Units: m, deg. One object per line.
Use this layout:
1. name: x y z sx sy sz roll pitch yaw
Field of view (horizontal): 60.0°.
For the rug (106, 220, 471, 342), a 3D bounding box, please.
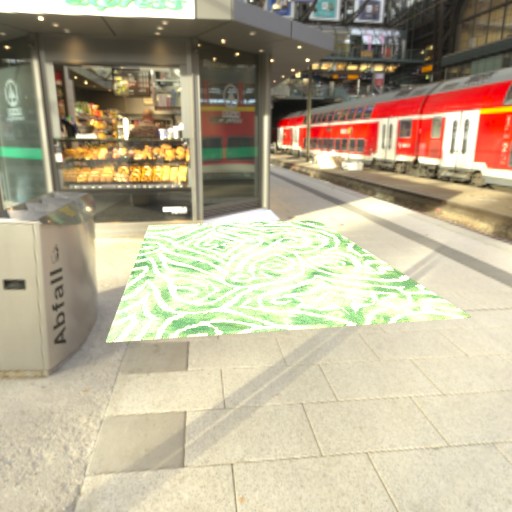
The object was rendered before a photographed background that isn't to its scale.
1. rug: 0.000 0.000 2.313 1.220 0.006 1.826 -2 15 -9
